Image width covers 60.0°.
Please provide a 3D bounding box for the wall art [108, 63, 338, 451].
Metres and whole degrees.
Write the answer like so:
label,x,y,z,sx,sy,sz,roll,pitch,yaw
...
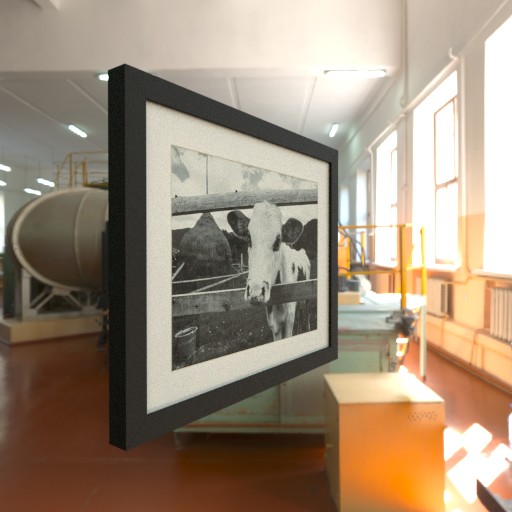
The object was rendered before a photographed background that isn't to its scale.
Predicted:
label,x,y,z,sx,sy,sz,roll,pitch,yaw
wall art,0.000,0.000,0.545,0.024,0.329,0.404,0,1,37
